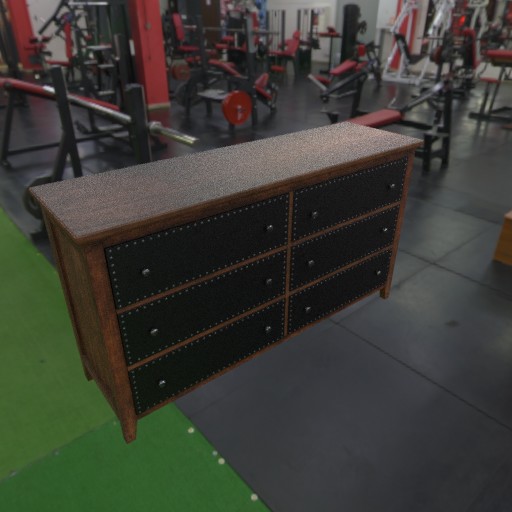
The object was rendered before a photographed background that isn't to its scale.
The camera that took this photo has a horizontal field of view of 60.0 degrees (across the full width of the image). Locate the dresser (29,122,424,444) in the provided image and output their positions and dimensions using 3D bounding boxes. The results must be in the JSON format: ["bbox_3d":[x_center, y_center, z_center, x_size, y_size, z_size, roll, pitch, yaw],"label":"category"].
[{"bbox_3d":[0.000,0.000,1.931,1.551,0.856,0.463,-21,36,-32],"label":"dresser"}]
